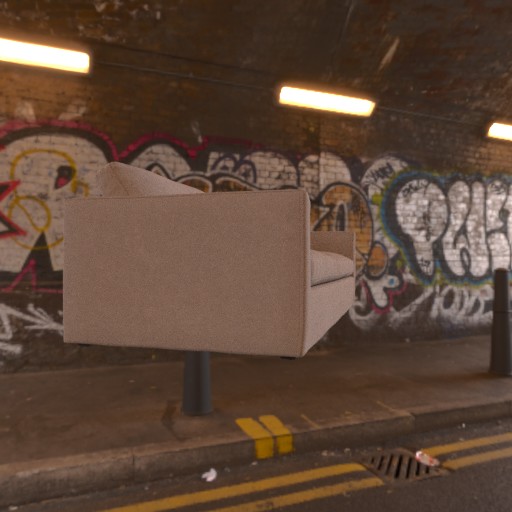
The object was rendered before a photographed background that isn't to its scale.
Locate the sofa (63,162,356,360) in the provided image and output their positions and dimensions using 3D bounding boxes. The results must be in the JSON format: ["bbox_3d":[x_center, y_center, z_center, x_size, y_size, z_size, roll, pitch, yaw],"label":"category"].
[{"bbox_3d":[0.000,0.000,2.831,1.090,0.838,2.588,0,-1,17],"label":"sofa"}]
